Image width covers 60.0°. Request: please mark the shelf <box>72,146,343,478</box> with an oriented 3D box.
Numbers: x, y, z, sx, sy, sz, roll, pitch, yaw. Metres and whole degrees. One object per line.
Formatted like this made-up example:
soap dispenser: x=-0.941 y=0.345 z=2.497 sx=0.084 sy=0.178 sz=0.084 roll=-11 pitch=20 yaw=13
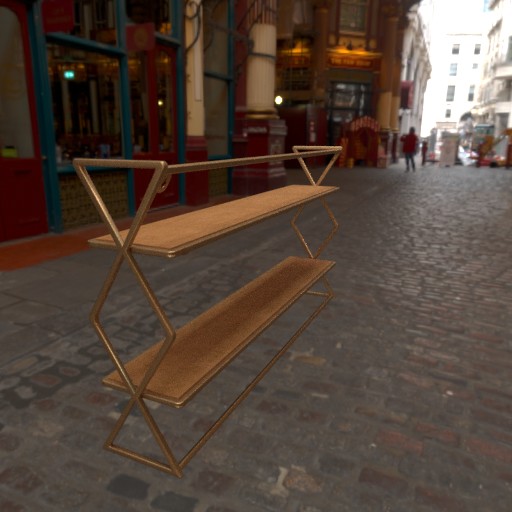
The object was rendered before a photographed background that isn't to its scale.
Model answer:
shelf: x=0.000 y=0.000 z=0.971 sx=0.150 sy=0.450 sz=0.822 roll=7 pitch=17 yaw=24
